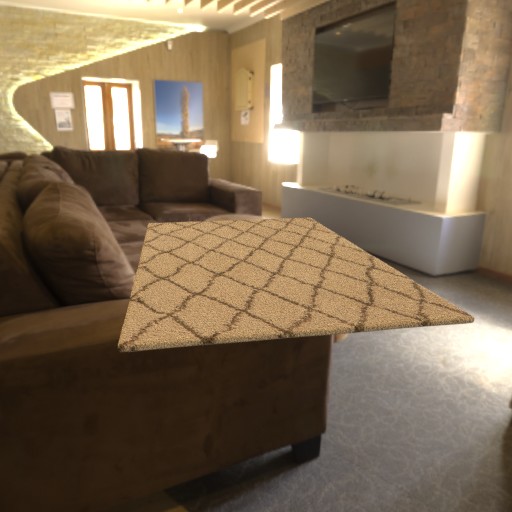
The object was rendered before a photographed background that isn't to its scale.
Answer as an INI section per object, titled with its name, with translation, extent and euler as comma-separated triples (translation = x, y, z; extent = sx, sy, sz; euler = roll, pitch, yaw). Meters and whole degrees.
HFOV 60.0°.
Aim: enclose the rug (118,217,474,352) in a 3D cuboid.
[rug]
translation = 0.000, 0.000, 2.972
extent = 1.524, 0.030, 2.438
euler = -3, 16, -10
